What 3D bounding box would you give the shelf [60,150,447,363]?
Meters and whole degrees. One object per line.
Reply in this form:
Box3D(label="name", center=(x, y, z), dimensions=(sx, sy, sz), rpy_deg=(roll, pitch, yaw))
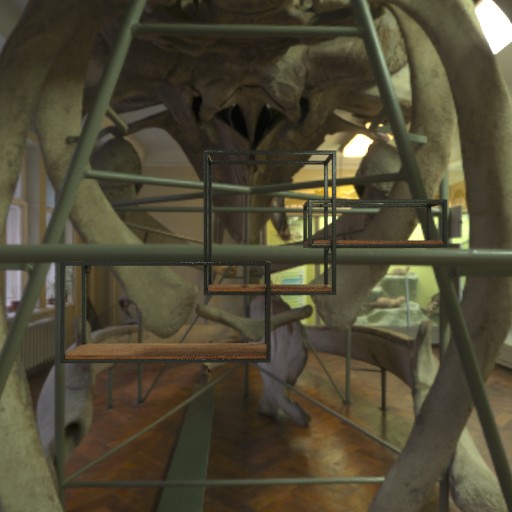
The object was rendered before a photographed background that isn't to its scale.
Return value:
Box3D(label="shelf", center=(0.000, 0.000, 2.154), dimensions=(1.781, 0.972, 0.275), rpy_deg=(0, 0, -1))
